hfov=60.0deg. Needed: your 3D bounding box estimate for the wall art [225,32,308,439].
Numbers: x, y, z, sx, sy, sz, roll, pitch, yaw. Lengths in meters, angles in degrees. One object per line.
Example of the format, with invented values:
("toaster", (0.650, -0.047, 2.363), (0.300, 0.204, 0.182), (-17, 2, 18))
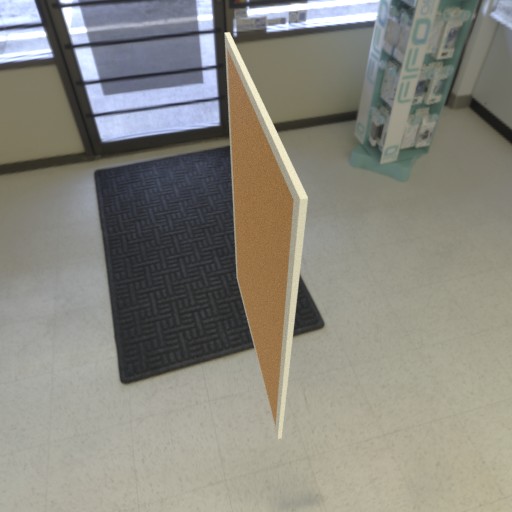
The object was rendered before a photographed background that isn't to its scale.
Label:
("wall art", (0.000, 0.000, 1.225), (0.013, 0.940, 0.659), (-9, 48, -9))
